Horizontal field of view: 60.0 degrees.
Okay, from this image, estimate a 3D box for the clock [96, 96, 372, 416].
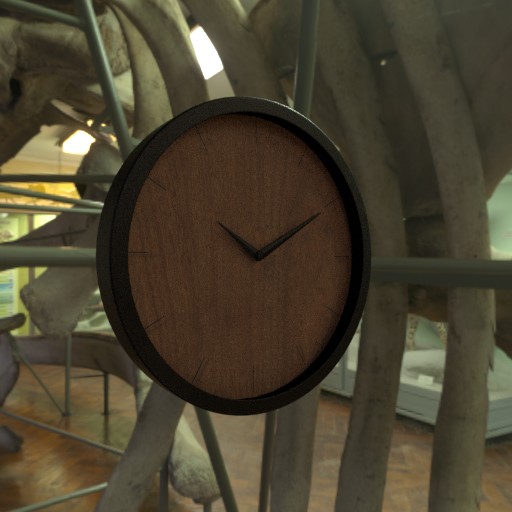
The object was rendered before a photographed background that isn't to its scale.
[{"bbox_3d":[0.000,0.000,0.459,0.314,0.314,0.040,0,0,-35],"label":"clock"}]
